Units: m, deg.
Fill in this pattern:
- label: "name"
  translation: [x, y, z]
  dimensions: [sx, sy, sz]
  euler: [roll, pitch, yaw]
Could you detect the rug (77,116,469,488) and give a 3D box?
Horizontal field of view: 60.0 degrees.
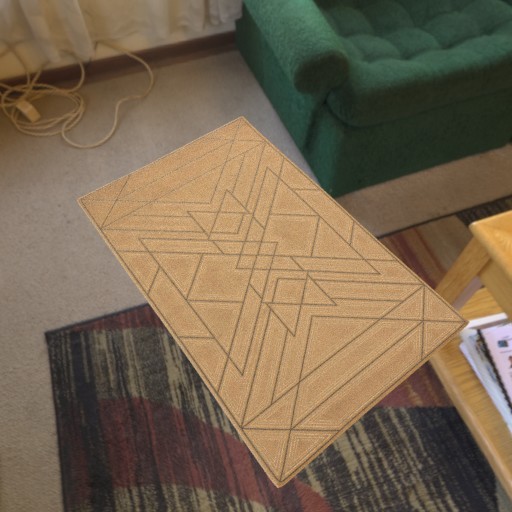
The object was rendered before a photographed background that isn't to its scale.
- label: "rug"
  translation: [0.000, 0.000, 3.101]
  dimensions: [1.575, 0.023, 2.459]
  euler: [-33, 63, -19]
